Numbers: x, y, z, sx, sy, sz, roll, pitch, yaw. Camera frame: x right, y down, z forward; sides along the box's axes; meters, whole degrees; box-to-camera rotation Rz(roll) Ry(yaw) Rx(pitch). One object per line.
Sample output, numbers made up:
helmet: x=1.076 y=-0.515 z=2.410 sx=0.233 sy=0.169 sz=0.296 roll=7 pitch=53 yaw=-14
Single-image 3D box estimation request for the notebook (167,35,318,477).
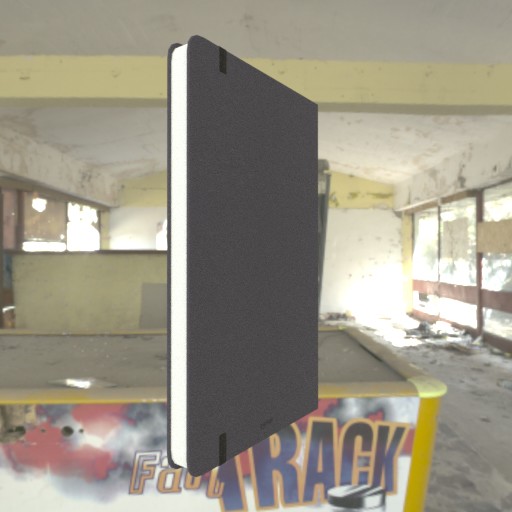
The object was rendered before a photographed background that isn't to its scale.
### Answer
notebook: x=0.000 y=0.000 z=0.262 sx=0.016 sy=0.213 sz=0.127 roll=0 pitch=0 yaw=36
